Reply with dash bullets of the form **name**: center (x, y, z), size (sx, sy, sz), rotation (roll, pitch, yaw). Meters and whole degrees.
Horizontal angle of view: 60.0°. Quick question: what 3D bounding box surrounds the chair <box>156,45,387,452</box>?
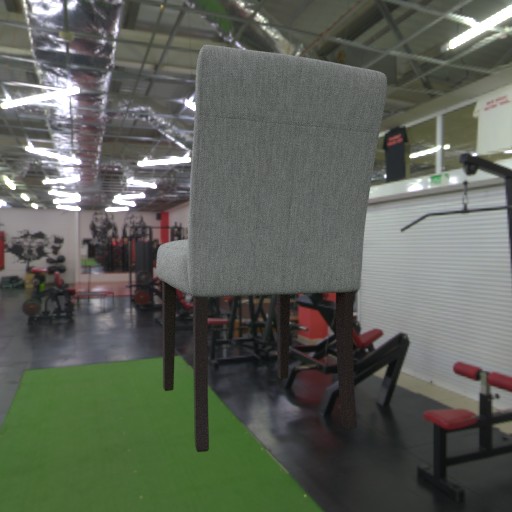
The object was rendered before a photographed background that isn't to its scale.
- **chair**: center (0.000, 0.000, 1.244), size (0.487, 0.884, 0.629), rotation (0, 1, -19)
